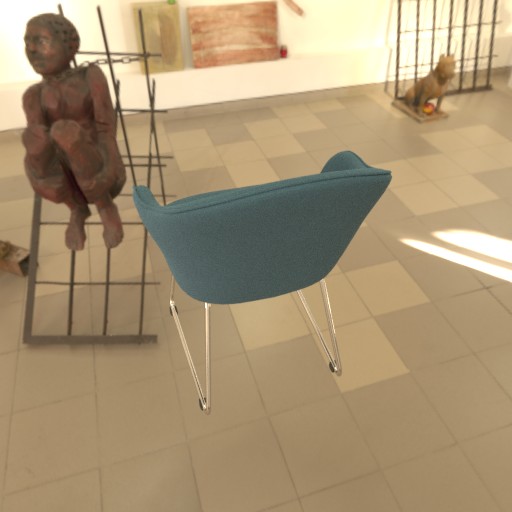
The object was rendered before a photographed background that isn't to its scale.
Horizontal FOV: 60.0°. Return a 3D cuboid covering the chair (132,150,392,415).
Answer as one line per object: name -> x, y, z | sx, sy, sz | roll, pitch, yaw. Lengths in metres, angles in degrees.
chair -> 0.000, 0.000, 1.204 | 0.570, 0.815, 0.585 | -12, 43, -13
